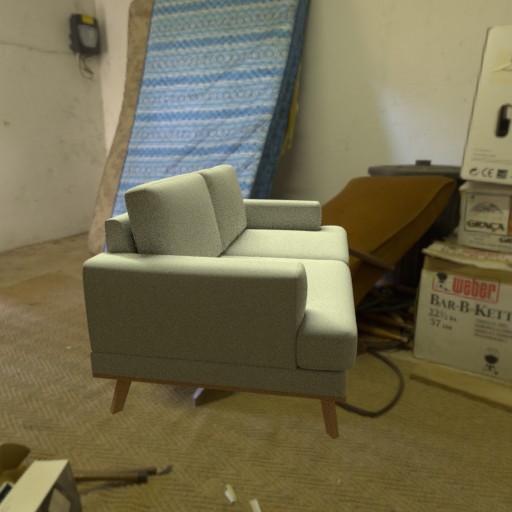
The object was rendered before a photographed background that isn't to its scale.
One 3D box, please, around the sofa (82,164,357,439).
[{"bbox_3d":[0.000,0.000,2.179,0.915,0.810,1.651,3,15,10],"label":"sofa"}]
